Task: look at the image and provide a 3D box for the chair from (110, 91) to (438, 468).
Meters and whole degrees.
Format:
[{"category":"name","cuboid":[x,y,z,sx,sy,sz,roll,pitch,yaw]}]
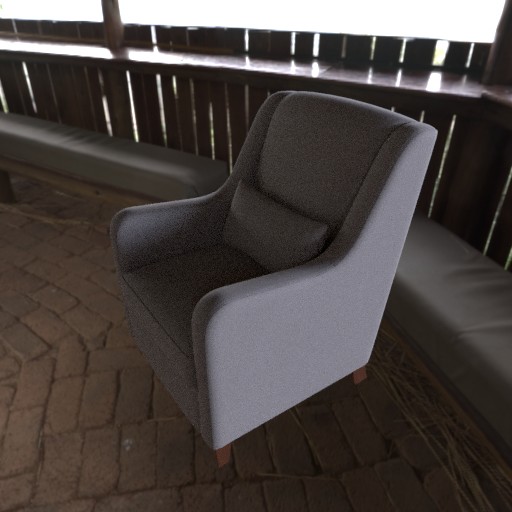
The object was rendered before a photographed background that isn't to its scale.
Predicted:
[{"category":"chair","cuboid":[0.000,0.000,1.606,0.863,1.010,0.715,-20,36,-30]}]
